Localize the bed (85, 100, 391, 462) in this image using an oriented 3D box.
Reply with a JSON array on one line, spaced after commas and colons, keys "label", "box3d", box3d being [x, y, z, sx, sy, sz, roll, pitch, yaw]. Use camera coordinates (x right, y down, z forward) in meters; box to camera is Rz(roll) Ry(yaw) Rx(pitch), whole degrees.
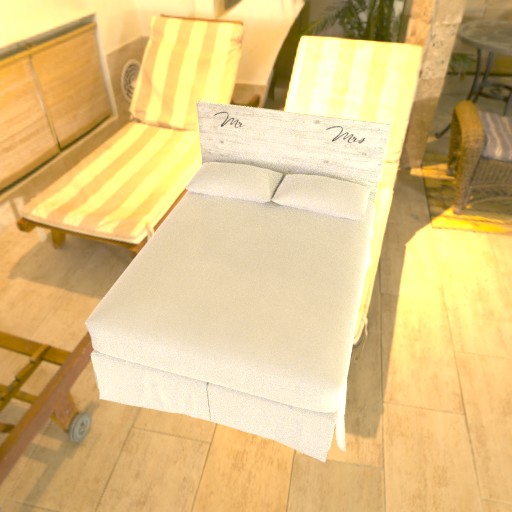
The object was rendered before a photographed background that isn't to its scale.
[{"label": "bed", "box3d": [0.000, 0.000, 3.238, 1.745, 1.335, 2.094, 11, 42, 13]}]
